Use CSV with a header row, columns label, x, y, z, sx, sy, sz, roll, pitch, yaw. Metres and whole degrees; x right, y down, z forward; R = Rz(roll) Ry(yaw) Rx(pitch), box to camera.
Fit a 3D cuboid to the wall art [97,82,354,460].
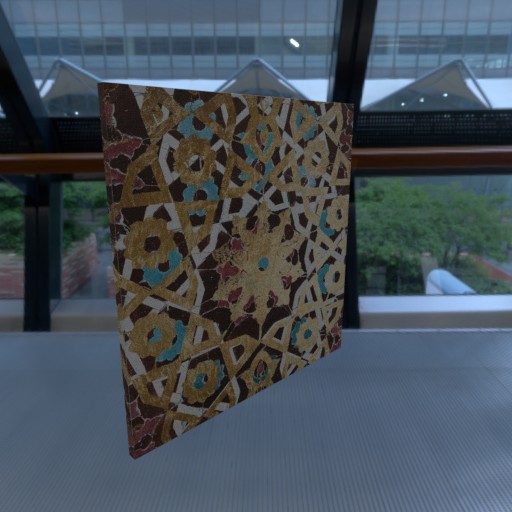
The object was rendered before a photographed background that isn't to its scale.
label,x,y,z,sx,sy,sz,roll,pitch,yaw
wall art,0.000,0.000,1.120,0.757,0.762,0.028,-14,20,-42
